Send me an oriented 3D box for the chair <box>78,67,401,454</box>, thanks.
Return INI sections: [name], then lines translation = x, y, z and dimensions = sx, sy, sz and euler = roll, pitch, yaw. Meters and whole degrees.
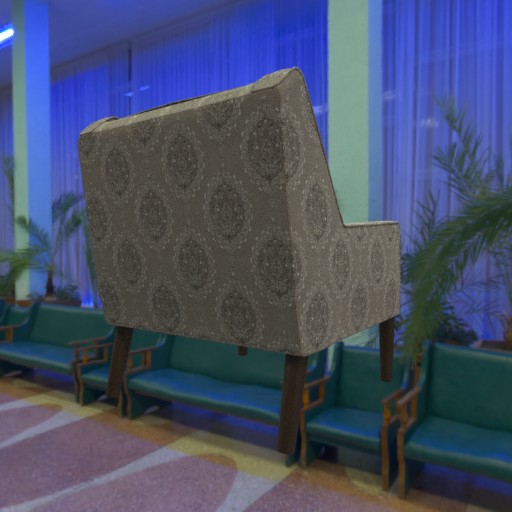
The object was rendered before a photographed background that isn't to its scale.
[chair]
translation = 0.000, 0.000, 1.313
dimensions = 0.665, 0.797, 0.750
euler = 1, 2, 36
